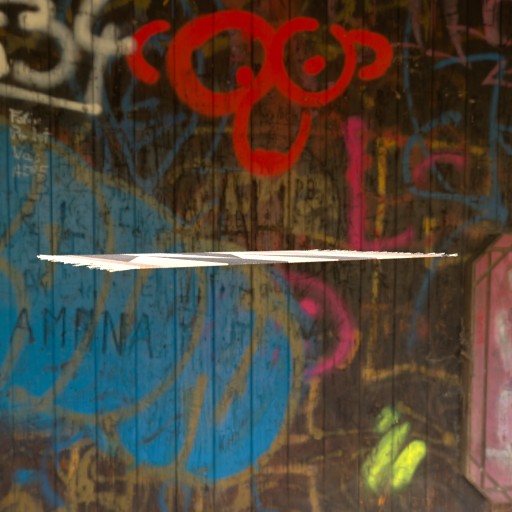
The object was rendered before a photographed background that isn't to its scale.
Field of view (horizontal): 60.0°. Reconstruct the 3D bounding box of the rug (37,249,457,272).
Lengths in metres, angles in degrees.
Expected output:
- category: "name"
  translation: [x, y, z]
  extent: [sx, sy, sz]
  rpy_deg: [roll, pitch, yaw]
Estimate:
- category: "rug"
  translation: [0.000, 0.000, 2.459]
  extent: [2.021, 0.027, 1.224]
  rpy_deg: [-2, 3, -36]
